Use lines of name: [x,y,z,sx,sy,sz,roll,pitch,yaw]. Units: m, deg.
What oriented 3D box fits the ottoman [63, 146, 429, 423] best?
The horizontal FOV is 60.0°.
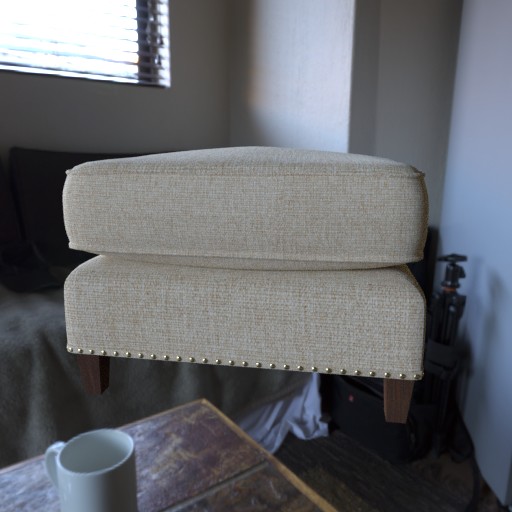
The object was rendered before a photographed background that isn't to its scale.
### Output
ottoman: [0.000,0.000,1.117,0.738,0.537,0.589,2,14,9]
